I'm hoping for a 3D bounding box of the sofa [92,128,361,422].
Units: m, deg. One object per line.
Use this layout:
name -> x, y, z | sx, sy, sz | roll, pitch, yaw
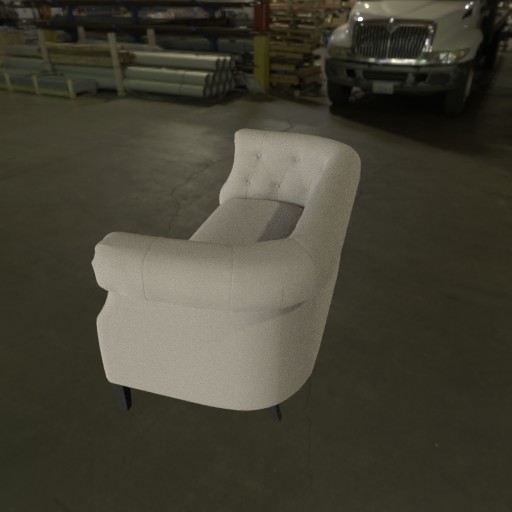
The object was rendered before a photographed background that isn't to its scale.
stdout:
sofa -> 0.000, 0.000, 2.100 | 0.835, 0.827, 1.558 | 8, 31, 14
